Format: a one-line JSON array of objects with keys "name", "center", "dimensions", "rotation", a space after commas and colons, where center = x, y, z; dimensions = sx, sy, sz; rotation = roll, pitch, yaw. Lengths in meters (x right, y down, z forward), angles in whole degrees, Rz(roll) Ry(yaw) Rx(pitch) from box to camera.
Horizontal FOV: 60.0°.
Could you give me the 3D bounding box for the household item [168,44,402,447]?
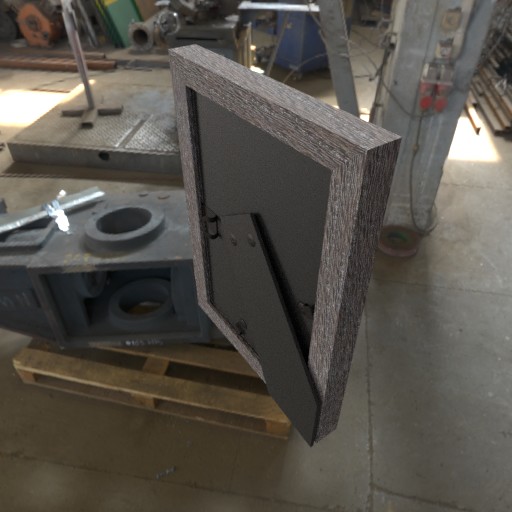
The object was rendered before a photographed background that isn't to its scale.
[{"name": "household item", "center": [0.000, 0.000, 0.237], "dimensions": [0.020, 0.180, 0.133], "rotation": [-25, 46, -27]}]
